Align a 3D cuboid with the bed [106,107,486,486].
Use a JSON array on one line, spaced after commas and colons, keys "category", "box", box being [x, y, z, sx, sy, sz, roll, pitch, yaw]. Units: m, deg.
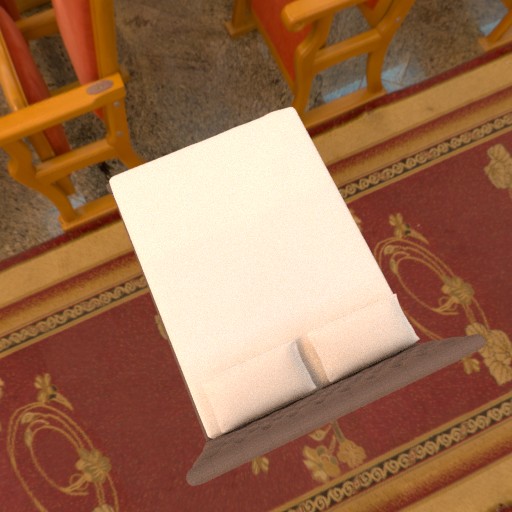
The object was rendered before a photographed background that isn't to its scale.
[{"category": "bed", "box": [0.000, 0.000, 3.160, 1.696, 1.426, 2.233, -23, 76, -6]}]
